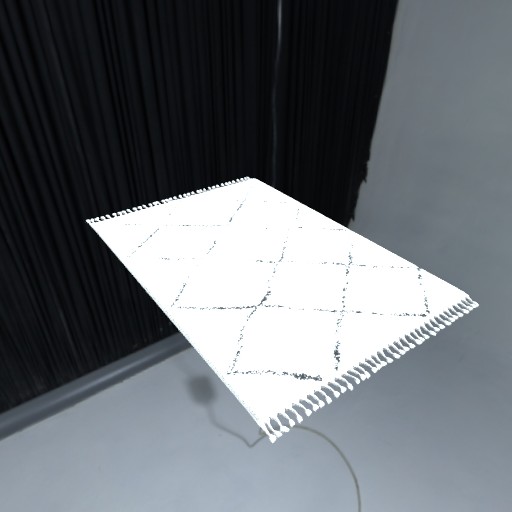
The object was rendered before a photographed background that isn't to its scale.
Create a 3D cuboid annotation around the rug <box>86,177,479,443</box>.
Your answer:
[{"bbox_3d":[0.000,0.000,2.910,1.494,0.031,2.307,-21,38,-29],"label":"rug"}]
